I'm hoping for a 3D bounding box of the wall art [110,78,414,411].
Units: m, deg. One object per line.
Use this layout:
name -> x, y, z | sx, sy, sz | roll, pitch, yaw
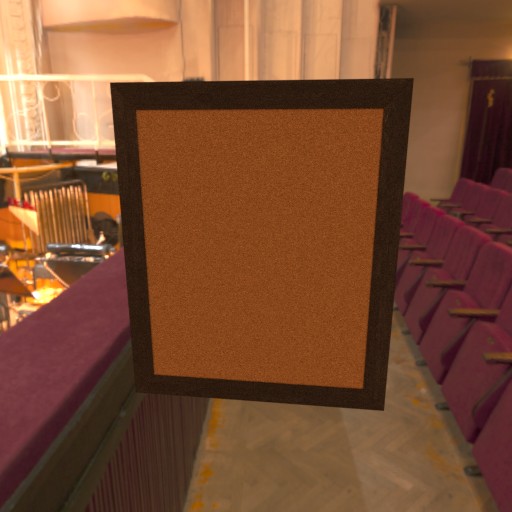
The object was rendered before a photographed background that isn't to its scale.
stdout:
wall art -> 0.000, 0.000, 0.772 | 0.476, 0.570, 0.013 | 2, 16, 7
